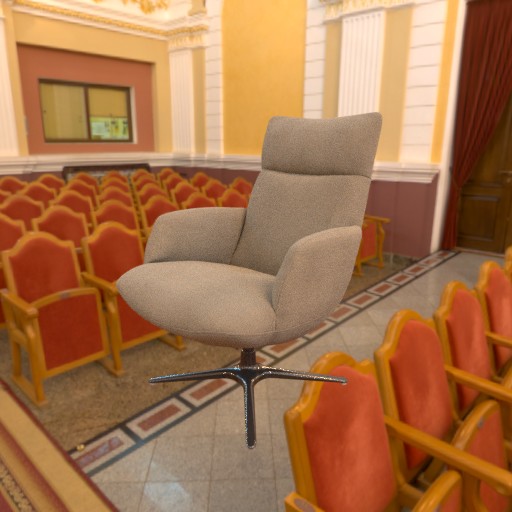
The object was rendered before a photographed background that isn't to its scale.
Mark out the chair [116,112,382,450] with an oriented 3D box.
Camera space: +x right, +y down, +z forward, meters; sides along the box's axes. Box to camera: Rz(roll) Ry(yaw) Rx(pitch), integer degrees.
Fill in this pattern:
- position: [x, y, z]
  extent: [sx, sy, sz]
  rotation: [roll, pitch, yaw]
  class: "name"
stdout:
- position: [0.000, 0.000, 1.627]
  extent: [0.711, 1.016, 0.889]
  rotation: [14, 21, 42]
  class: "chair"
